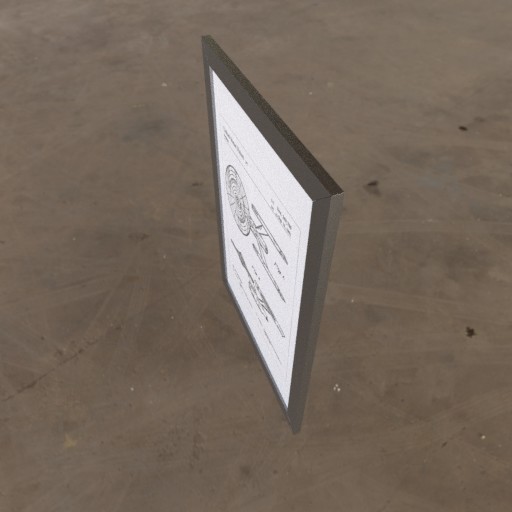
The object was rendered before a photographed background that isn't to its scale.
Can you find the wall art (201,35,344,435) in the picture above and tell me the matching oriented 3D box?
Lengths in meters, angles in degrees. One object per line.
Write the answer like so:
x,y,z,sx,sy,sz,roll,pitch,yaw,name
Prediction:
0.000,0.000,0.693,0.013,0.529,0.376,-16,49,-15,wall art
